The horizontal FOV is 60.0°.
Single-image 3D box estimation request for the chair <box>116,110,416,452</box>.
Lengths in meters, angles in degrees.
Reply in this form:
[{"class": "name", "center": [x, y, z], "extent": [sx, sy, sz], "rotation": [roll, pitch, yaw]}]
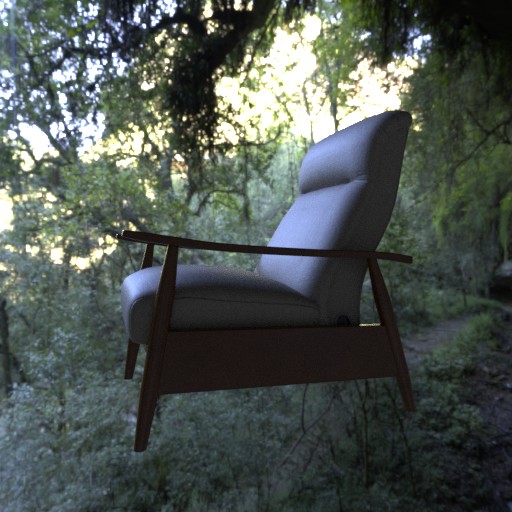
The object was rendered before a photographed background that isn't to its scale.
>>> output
[{"class": "chair", "center": [0.000, 0.000, 1.740], "extent": [1.032, 1.082, 0.762], "rotation": [-1, 2, -19]}]
